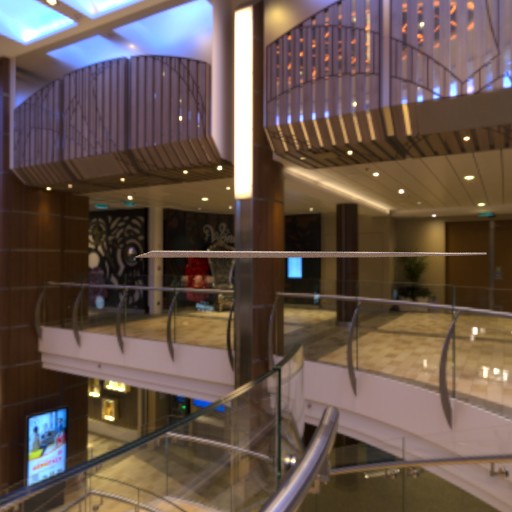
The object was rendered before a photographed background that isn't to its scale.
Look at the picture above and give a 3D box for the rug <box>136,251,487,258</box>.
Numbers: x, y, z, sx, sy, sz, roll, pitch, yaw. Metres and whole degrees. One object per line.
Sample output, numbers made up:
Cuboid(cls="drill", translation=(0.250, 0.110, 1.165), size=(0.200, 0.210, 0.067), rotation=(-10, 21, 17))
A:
Cuboid(cls="rug", translation=(0.000, 0.000, 3.021), size=(1.527, 0.016, 2.442), rotation=(0, -1, -17))
